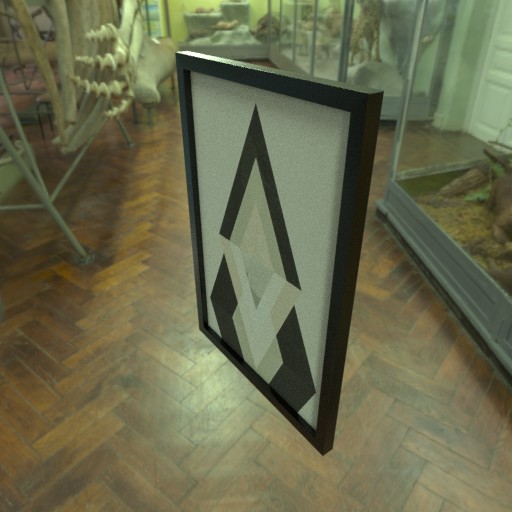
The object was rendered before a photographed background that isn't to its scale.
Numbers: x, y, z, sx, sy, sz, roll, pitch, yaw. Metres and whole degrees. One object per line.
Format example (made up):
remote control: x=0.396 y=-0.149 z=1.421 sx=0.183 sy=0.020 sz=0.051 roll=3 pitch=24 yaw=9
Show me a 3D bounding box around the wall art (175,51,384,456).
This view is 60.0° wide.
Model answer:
wall art: x=0.000 y=0.000 z=0.574 sx=0.019 sy=0.455 sz=0.314 roll=-21 pitch=37 yaw=-31
